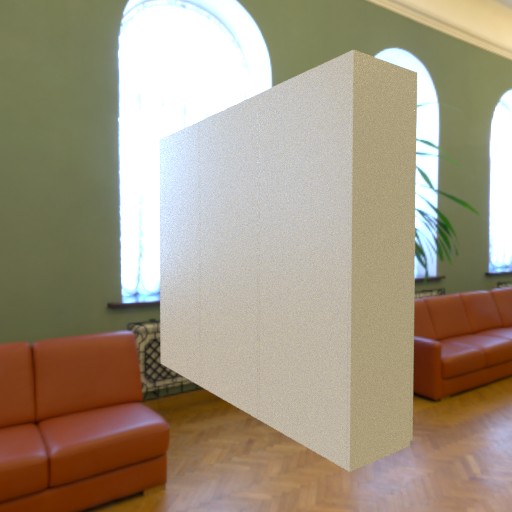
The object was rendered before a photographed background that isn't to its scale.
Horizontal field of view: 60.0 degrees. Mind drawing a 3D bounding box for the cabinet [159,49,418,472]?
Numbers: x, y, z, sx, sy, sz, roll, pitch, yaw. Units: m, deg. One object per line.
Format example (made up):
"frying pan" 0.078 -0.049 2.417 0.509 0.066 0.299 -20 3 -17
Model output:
"cabinet" 0.000 0.000 3.755 0.590 2.370 2.700 -2 3 -35
